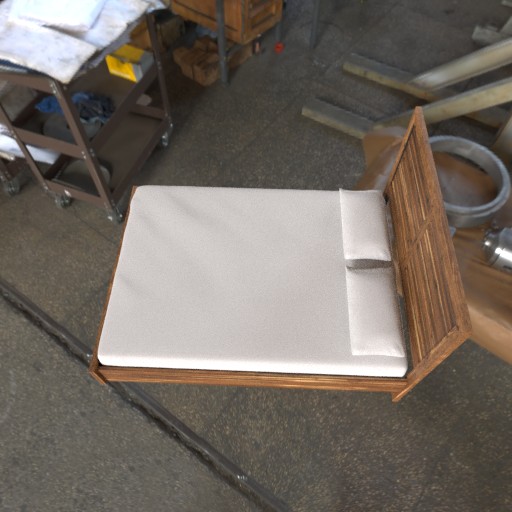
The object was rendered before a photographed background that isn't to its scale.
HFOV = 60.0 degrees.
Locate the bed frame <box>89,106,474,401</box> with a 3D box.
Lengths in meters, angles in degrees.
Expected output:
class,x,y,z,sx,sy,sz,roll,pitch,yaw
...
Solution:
class,x,y,z,sx,sy,sz,roll,pitch,yaw
bed frame,0.000,0.000,3.309,2.276,1.417,1.696,2,58,1
